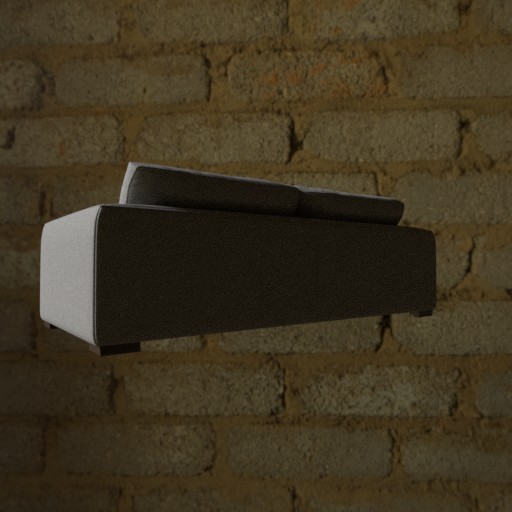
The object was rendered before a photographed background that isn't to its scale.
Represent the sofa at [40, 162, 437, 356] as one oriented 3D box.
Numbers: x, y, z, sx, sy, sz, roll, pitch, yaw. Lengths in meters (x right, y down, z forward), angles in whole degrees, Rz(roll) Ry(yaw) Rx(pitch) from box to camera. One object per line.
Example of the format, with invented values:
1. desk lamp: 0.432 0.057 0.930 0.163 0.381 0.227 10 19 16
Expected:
1. sofa: 0.000 0.000 2.724 2.262 0.801 1.070 1 -1 -36
